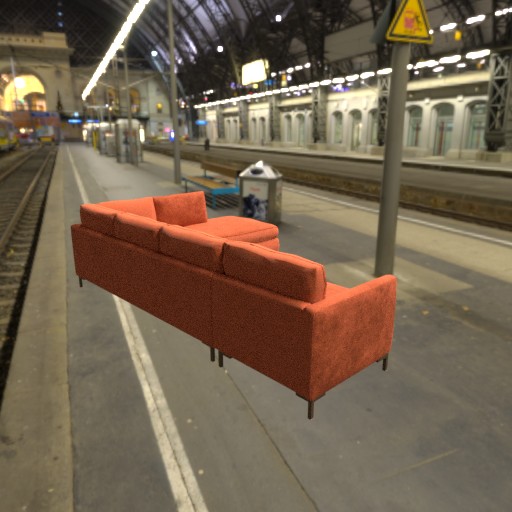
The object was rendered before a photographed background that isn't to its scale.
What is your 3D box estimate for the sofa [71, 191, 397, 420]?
[{"bbox_3d":[0.000,0.000,3.561,1.879,0.757,2.736,-15,21,-42],"label":"sofa"}]
